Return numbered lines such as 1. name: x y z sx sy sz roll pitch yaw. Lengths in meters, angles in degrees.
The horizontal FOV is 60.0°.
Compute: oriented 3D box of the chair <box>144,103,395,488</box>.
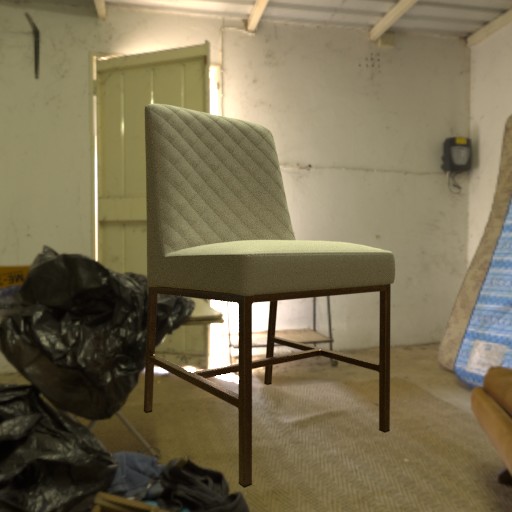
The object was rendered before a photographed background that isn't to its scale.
1. chair: 0.000 0.000 1.263 0.503 0.933 0.597 -1 1 -36
